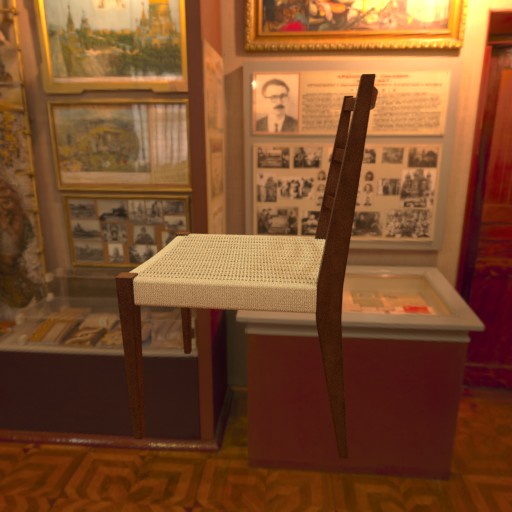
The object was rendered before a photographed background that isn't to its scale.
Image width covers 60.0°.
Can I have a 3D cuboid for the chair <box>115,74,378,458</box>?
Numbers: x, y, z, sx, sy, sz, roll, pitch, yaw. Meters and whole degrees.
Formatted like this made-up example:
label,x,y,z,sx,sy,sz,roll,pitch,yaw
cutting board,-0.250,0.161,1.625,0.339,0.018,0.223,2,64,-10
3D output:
label,x,y,z,sx,sy,sz,roll,pitch,yaw
chair,0.000,0.000,1.147,0.551,0.813,0.480,2,15,7
